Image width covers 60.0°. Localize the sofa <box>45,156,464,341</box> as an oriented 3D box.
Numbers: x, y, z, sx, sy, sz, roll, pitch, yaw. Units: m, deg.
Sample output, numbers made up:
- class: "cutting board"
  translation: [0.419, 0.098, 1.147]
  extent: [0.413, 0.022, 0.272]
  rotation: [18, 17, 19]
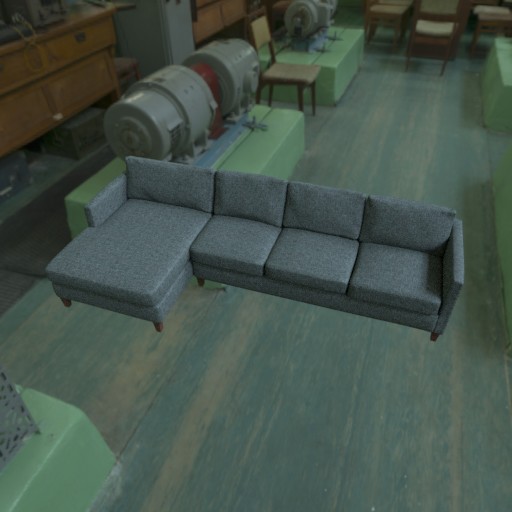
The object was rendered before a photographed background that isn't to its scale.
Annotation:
- class: "sofa"
  translation: [0.000, 0.000, 4.076]
  extent: [3.485, 0.960, 1.635]
  rotation: [12, 41, 14]
